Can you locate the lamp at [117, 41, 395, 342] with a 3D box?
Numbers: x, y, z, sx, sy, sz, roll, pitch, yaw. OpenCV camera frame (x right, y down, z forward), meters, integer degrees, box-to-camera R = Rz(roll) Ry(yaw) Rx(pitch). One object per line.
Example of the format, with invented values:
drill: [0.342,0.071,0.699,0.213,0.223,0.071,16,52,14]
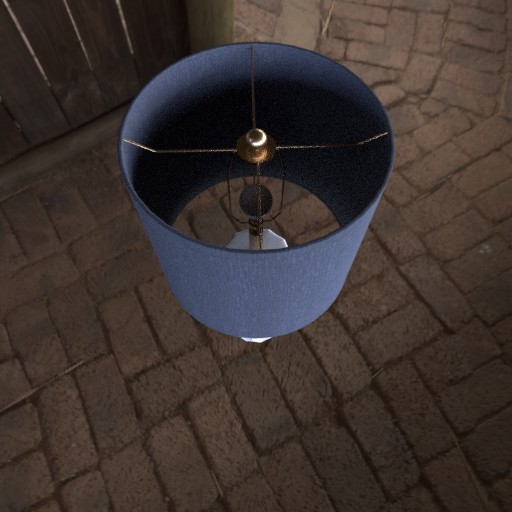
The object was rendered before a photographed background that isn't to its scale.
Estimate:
lamp: [0.000,0.000,0.683,0.277,0.537,0.277,33,67,16]
